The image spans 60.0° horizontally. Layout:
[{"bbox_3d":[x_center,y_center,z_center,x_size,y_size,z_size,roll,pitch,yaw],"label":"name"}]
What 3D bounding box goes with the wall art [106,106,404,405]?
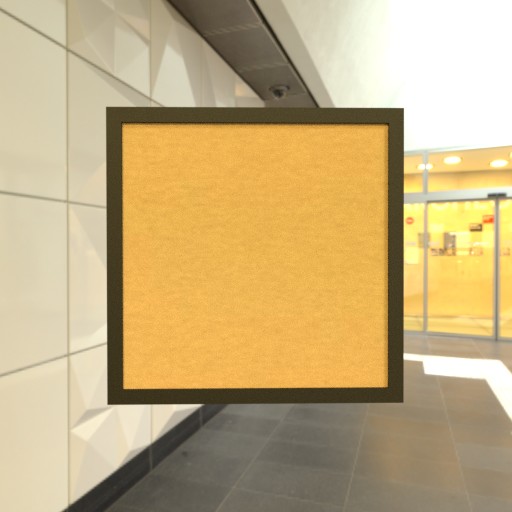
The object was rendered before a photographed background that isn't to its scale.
[{"bbox_3d":[0.000,0.000,0.537,0.356,0.356,0.013,0,1,-1],"label":"wall art"}]
